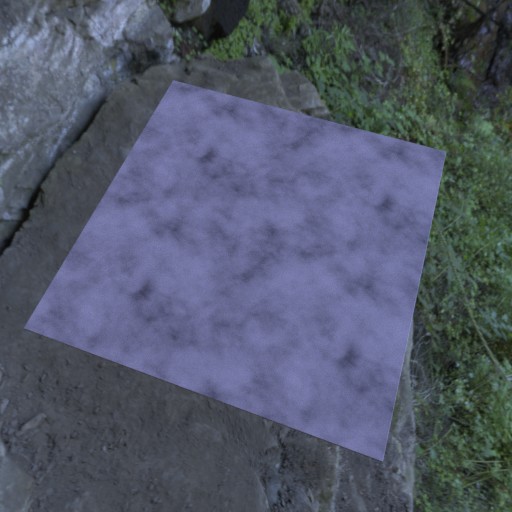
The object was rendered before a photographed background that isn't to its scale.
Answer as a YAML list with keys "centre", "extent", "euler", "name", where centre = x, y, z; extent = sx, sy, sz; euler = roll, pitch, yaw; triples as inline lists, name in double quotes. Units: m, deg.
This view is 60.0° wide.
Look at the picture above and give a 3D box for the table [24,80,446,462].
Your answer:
- centre: [0.000, 0.000, 1.338]
  extent: [0.890, 0.305, 0.890]
  euler: [18, 65, 8]
  name: "table"
